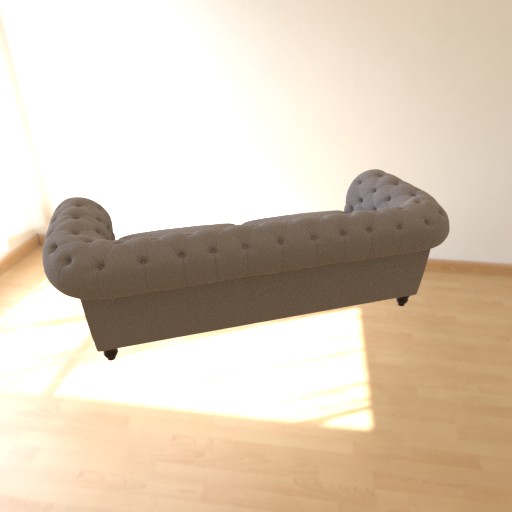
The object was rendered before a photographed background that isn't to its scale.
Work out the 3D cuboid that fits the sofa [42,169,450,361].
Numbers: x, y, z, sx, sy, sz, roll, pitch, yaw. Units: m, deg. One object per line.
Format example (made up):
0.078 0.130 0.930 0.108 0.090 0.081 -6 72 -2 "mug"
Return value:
0.000 0.000 2.830 2.411 0.749 0.991 -8 28 -15 "sofa"
